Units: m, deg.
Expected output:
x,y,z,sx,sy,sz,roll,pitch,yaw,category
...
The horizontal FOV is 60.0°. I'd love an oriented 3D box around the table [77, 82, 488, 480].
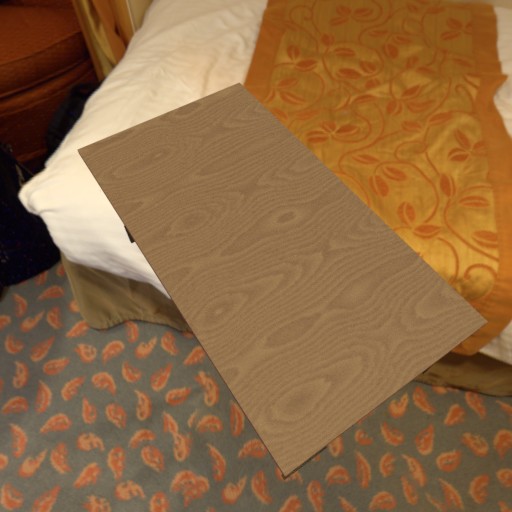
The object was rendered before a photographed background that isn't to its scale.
x,y,z,sx,sy,sz,roll,pitch,yaw,category
0.000,0.000,1.468,0.651,0.347,1.197,-29,62,-18,table
